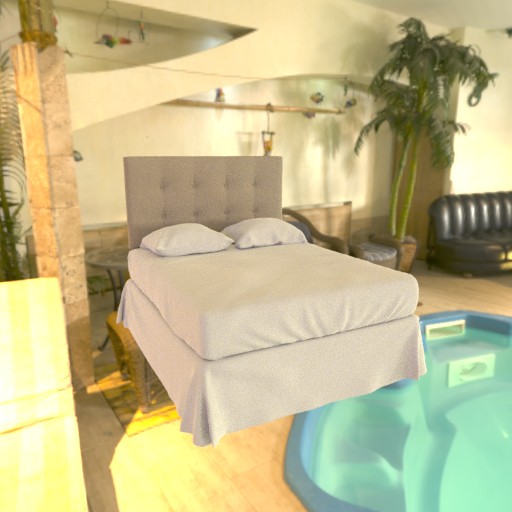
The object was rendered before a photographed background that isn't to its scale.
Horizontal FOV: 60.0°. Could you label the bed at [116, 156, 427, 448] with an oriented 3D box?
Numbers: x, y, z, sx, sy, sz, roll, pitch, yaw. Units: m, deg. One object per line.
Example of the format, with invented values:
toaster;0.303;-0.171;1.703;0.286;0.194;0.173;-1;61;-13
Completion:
bed;0.000;0.000;3.605;1.936;1.577;2.222;-7;15;-27
